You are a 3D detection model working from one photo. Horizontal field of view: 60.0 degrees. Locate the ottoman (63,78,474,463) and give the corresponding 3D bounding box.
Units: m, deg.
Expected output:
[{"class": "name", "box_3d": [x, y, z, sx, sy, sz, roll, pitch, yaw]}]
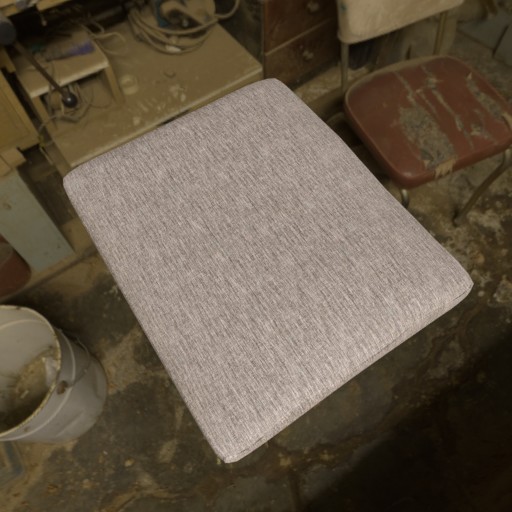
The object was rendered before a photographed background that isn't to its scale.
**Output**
[{"class": "ottoman", "box_3d": [0.000, 0.000, 1.468, 0.839, 0.492, 0.994, -31, 67, -15]}]
